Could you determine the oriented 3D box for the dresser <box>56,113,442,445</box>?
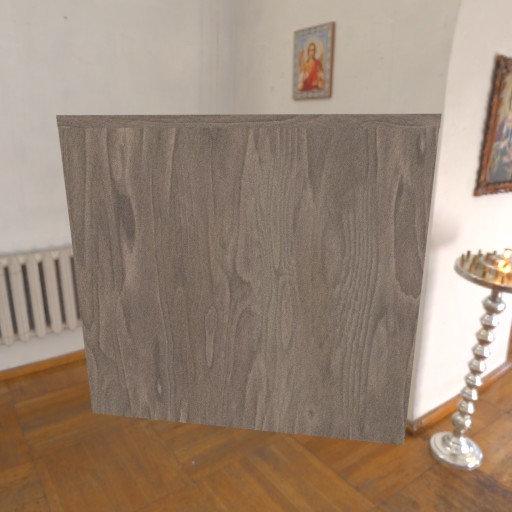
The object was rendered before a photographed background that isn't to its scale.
[{"bbox_3d":[0.000,0.000,1.274,0.809,0.762,0.529,3,17,9],"label":"dresser"}]
